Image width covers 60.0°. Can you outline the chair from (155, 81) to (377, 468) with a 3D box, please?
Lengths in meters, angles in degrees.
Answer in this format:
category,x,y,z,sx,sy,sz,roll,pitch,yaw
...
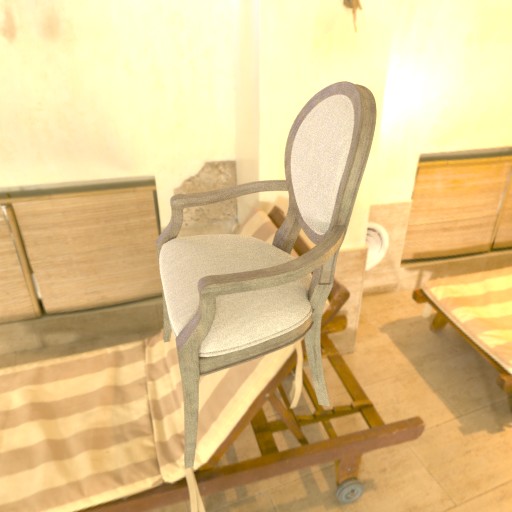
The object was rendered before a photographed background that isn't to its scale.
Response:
category,x,y,z,sx,sy,sz,roll,pitch,yaw
chair,0.000,0.000,1.370,0.602,0.991,0.611,-8,30,-14
